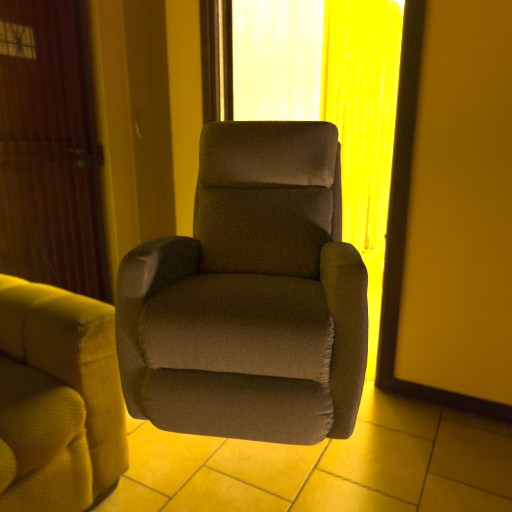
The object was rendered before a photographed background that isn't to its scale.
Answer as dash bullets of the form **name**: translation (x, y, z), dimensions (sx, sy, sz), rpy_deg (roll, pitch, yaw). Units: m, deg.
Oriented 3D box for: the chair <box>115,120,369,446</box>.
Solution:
- **chair**: translation (0.000, 0.000, 1.693), dimensions (0.794, 1.016, 0.940), rpy_deg (2, 15, 9)
